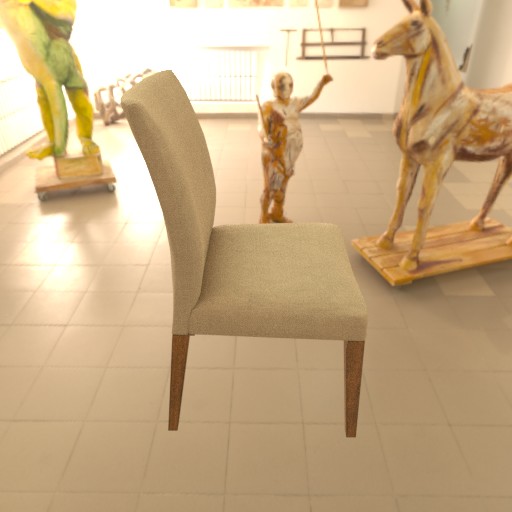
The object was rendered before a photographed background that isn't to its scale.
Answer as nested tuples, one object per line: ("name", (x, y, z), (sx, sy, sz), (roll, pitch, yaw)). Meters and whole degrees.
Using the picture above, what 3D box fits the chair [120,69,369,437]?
("chair", (0.000, 0.000, 1.268), (0.585, 0.940, 0.496), (0, 31, 0))
